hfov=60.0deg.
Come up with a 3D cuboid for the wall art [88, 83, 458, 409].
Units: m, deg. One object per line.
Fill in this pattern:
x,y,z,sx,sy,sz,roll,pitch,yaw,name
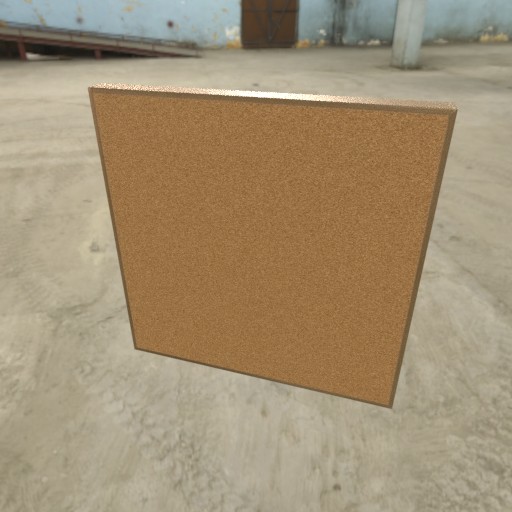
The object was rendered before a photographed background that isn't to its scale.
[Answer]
0.000,0.000,0.734,0.513,0.511,0.038,9,31,15,wall art
